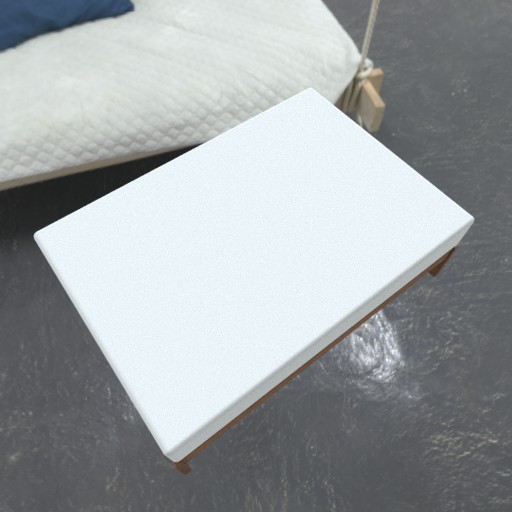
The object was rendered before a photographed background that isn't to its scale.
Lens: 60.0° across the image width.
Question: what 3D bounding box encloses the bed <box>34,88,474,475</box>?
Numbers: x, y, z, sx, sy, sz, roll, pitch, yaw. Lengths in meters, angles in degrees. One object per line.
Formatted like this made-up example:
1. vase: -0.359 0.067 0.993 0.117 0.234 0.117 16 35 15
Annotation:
1. bed: 0.000 0.000 2.574 1.927 0.616 1.348 -33 64 -18
